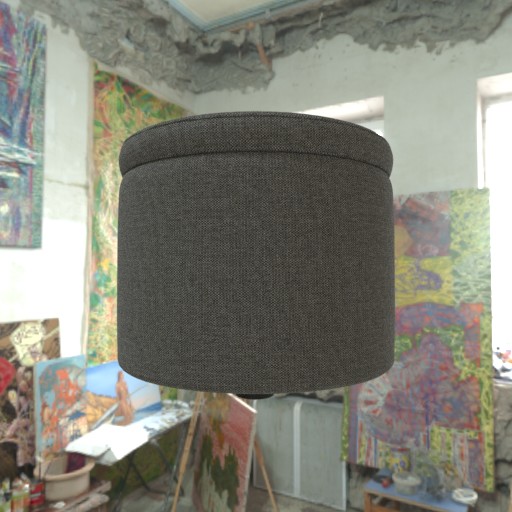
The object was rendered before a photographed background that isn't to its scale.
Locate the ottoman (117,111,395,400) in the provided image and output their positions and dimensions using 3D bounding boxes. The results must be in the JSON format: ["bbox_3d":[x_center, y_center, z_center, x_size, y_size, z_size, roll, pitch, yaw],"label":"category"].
[{"bbox_3d":[0.000,0.000,0.871,0.520,0.430,0.520,0,-1,0],"label":"ottoman"}]
